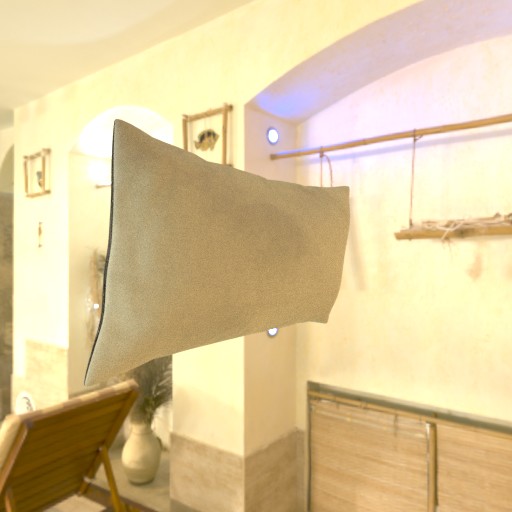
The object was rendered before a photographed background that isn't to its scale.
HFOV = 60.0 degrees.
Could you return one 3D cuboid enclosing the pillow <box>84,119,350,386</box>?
[{"bbox_3d":[0.000,0.000,0.747,0.156,0.305,0.608,0,0,36],"label":"pillow"}]
